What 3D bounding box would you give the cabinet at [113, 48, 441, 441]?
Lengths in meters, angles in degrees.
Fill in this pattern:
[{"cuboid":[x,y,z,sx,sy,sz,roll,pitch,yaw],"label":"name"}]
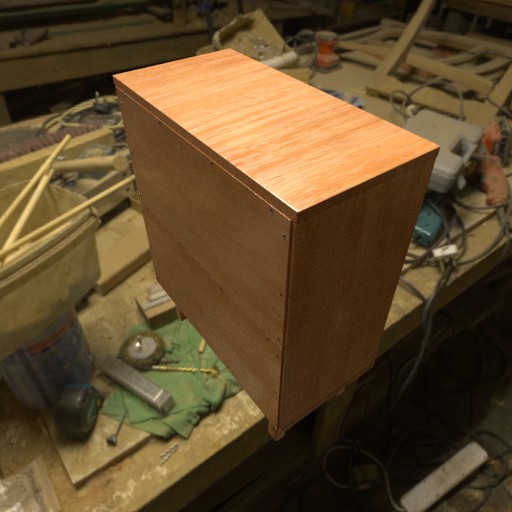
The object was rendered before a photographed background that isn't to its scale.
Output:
[{"cuboid":[0.000,0.000,1.427,0.419,1.001,0.800,-26,48,-26],"label":"cabinet"}]
